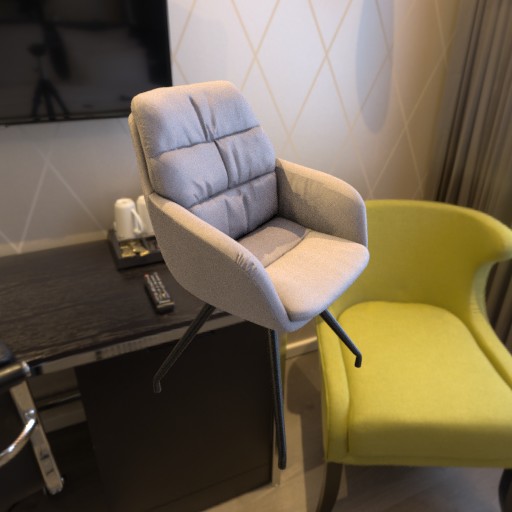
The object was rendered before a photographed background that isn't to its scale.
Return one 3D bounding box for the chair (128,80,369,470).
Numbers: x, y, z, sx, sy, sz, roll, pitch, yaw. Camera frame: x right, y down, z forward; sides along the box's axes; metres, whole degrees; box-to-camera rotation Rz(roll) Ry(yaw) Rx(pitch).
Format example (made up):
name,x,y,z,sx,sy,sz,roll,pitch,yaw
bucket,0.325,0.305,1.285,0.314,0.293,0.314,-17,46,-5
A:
name,x,y,z,sx,sy,sz,roll,pitch,yaw
chair,0.000,0.000,1.263,0.569,0.888,0.579,18,32,31
